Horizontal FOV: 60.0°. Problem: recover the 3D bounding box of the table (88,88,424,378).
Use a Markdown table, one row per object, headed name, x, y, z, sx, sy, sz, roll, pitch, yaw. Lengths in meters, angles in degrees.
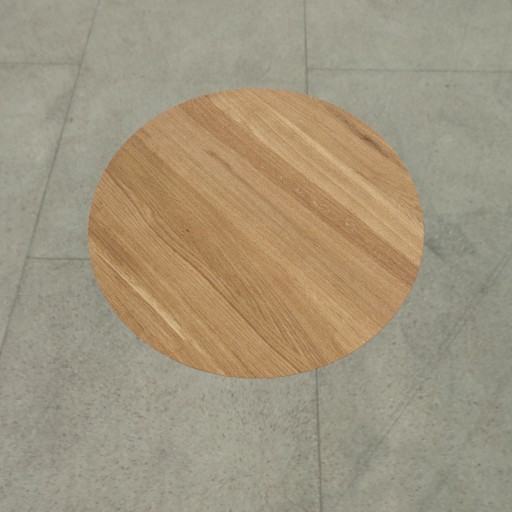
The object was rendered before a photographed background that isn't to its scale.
| name | x | y | z | sx | sy | sz | roll | pitch | yaw |
| --- | --- | --- | --- | --- | --- | --- | --- | --- | --- |
| table | 0.000 | 0.000 | 1.685 | 1.038 | 0.666 | 1.038 | 0 | 64 | 0 |
